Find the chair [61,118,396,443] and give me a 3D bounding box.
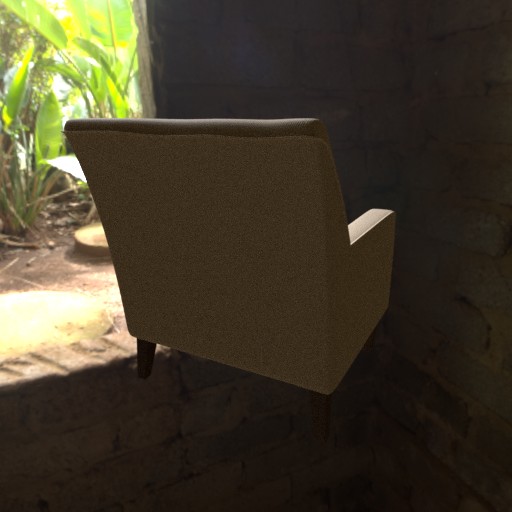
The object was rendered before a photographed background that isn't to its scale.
[{"bbox_3d":[0.000,0.000,1.549,0.780,0.919,0.899,9,19,27],"label":"chair"}]
